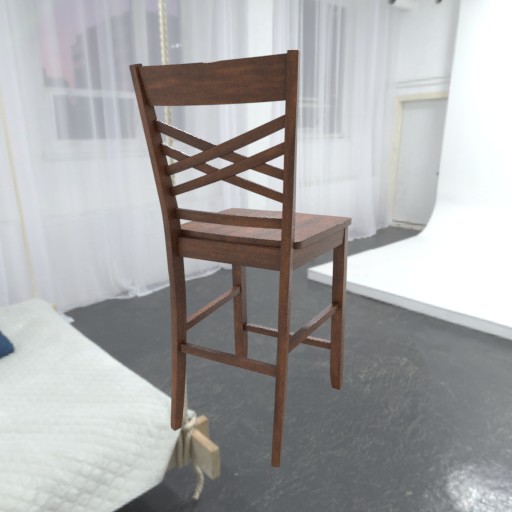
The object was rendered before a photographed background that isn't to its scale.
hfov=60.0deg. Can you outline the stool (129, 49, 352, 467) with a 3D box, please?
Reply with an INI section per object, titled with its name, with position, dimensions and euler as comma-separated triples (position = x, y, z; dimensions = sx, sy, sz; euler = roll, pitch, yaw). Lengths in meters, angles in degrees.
[stool]
position = 0.000, 0.000, 1.382
dimensions = 0.462, 1.079, 0.539
euler = 8, 17, 26
